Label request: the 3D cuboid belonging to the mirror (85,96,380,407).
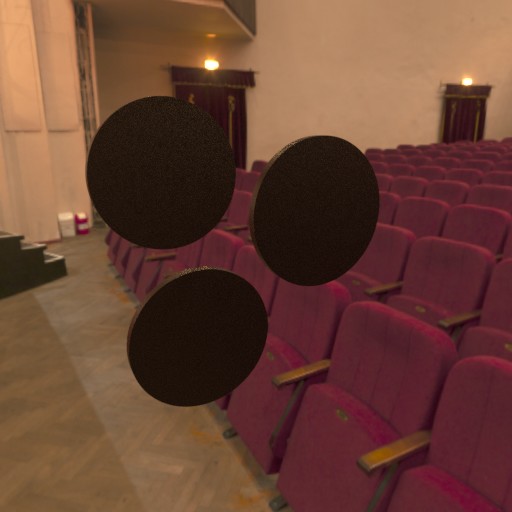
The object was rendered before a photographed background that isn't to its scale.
[{"bbox_3d":[0.000,0.000,3.145,2.160,2.096,0.076,-8,17,-26],"label":"mirror"}]
